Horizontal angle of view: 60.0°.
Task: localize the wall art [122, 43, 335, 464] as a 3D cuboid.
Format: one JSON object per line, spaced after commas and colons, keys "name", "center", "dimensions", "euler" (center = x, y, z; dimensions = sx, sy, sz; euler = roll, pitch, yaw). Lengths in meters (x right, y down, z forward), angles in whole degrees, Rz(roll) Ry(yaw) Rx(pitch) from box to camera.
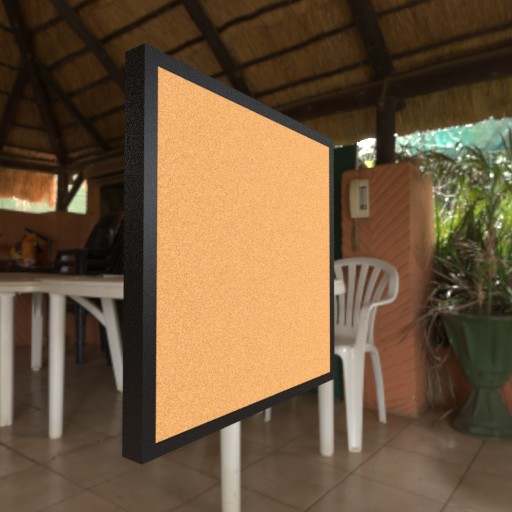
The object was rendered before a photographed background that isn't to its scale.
{"name": "wall art", "center": [0.000, 0.000, 0.746], "dimensions": [0.038, 0.506, 0.506], "euler": [-1, -2, 36]}
